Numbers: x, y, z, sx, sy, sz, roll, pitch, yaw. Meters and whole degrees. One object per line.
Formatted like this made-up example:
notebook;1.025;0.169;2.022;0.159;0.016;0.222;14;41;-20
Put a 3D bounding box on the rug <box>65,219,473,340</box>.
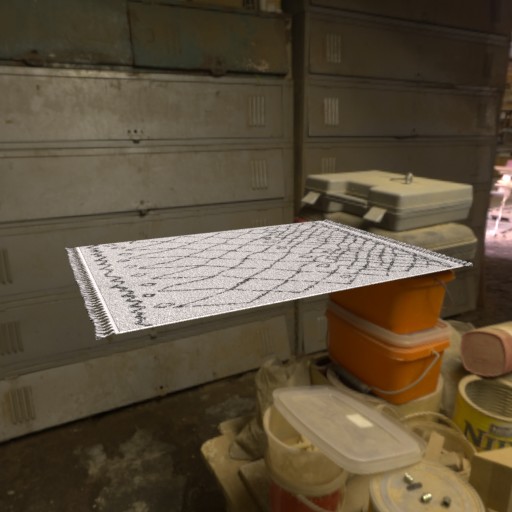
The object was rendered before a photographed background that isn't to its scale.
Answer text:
rug;0.000;0.000;3.040;2.312;0.017;1.613;-8;18;-26
